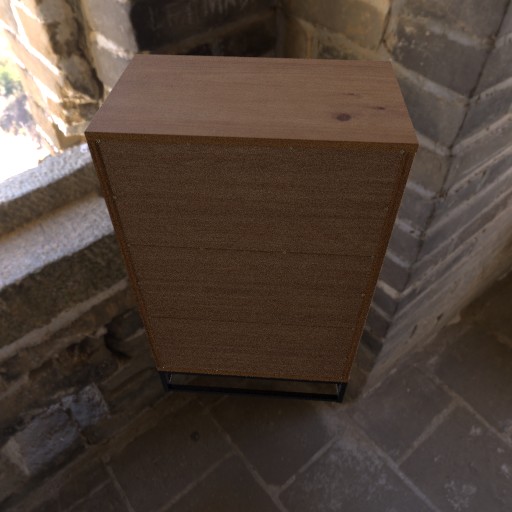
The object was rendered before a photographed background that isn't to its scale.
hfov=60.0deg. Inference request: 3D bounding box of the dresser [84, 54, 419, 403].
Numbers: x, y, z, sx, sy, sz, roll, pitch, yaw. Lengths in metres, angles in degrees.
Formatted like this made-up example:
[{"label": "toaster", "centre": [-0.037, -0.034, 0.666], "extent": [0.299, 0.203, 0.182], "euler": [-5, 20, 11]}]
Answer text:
[{"label": "dresser", "centre": [0.000, 0.000, 1.602], "extent": [0.761, 1.240, 0.479], "euler": [3, 46, 3]}]
